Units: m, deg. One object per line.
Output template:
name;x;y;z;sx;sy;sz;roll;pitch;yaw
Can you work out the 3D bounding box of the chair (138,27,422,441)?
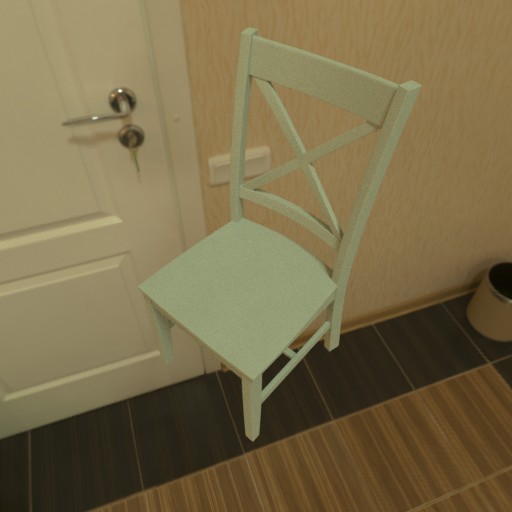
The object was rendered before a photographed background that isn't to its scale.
chair;0.000;0.000;1.262;0.485;0.983;0.542;33;55;27
